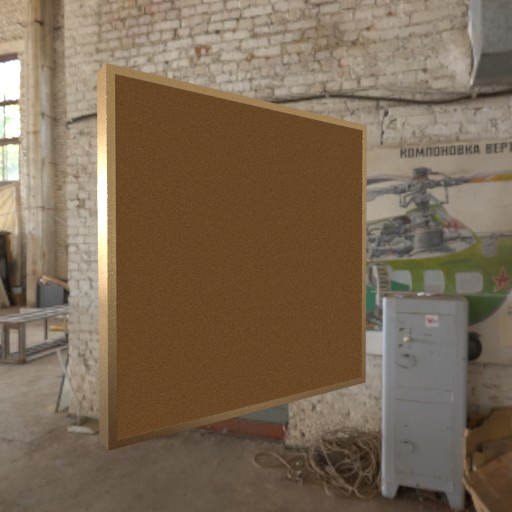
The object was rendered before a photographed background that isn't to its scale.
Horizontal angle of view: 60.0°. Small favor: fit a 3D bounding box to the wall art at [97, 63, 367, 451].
[{"bbox_3d":[0.000,0.000,0.745,0.509,0.509,0.040,-1,1,-36],"label":"wall art"}]
